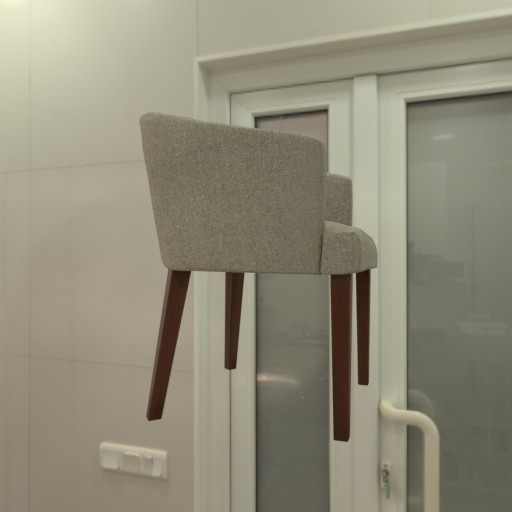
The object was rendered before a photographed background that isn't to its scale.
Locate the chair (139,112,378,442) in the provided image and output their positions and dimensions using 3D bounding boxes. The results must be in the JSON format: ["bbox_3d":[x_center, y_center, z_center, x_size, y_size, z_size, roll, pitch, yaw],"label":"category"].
[{"bbox_3d":[0.000,0.000,1.287,0.655,0.811,0.583,0,0,19],"label":"chair"}]
